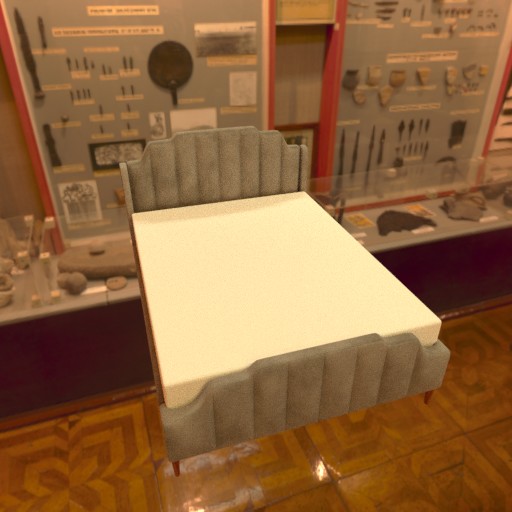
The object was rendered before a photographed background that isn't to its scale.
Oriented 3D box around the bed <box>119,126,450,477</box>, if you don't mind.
[{"bbox_3d":[0.000,0.000,3.200,1.676,1.245,2.340,-9,32,-15],"label":"bed"}]
